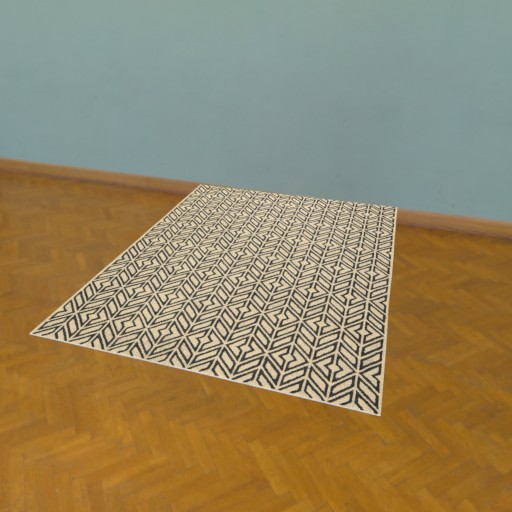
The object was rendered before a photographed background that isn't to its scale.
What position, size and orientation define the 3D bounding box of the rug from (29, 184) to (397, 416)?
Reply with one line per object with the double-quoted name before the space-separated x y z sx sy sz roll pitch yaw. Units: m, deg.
"rug" 0.000 0.000 4.084 2.421 0.008 3.045 9 31 15
